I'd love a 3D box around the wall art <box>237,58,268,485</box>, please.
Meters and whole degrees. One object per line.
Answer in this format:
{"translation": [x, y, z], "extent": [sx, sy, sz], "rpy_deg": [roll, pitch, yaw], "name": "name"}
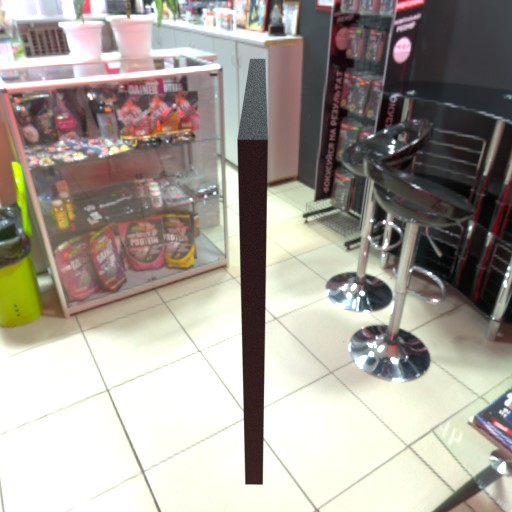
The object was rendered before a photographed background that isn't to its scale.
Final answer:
{"translation": [0.000, 0.000, 0.521], "extent": [0.019, 0.381, 0.330], "rpy_deg": [0, 32, 1], "name": "wall art"}
